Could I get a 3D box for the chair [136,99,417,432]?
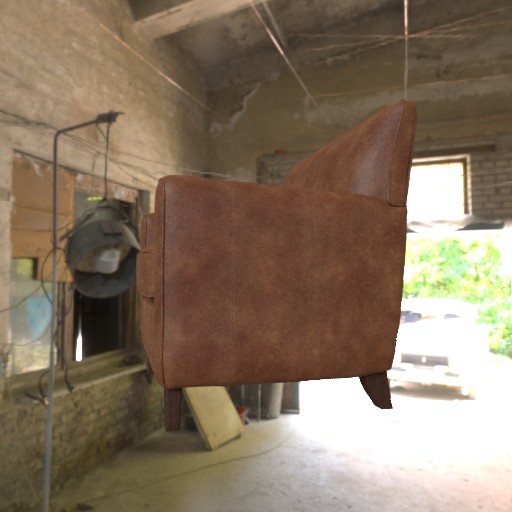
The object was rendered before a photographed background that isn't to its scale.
[{"bbox_3d":[0.000,0.000,1.605,0.823,0.943,0.870,1,-2,-17],"label":"chair"}]
